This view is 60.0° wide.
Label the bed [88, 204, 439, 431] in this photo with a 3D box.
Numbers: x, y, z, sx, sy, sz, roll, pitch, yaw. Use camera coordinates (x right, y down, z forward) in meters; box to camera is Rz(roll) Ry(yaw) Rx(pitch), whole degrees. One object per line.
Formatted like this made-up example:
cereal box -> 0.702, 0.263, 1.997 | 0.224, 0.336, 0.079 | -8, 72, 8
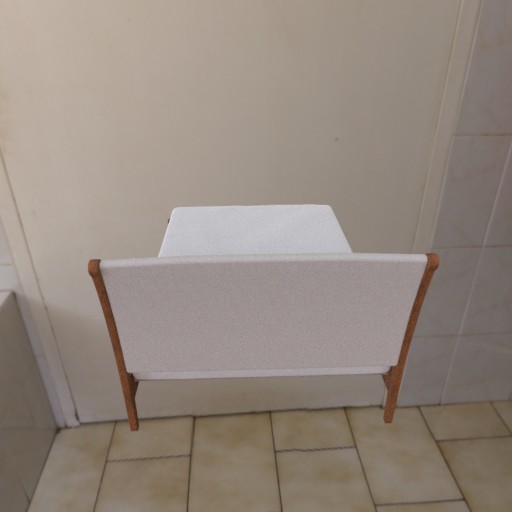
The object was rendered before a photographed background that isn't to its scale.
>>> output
bed -> 0.000, 0.000, 3.009 | 1.502, 1.135, 2.108 | -1, 29, -2
